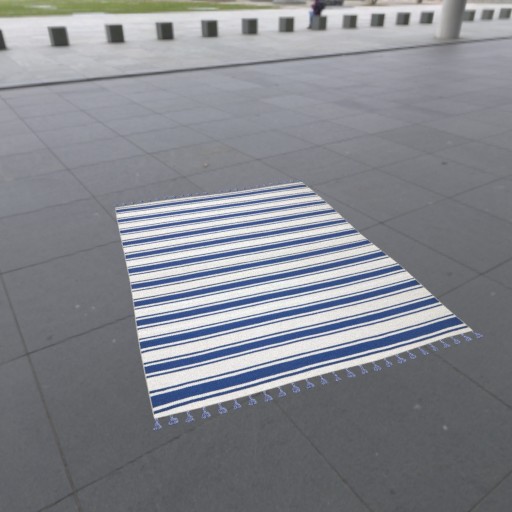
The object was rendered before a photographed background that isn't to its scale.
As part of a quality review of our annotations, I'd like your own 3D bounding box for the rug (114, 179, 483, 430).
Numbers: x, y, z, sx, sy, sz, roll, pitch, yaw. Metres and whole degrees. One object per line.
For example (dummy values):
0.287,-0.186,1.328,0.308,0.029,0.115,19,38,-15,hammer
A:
0.000,0.000,4.341,2.471,0.016,3.416,-10,33,-16,rug
